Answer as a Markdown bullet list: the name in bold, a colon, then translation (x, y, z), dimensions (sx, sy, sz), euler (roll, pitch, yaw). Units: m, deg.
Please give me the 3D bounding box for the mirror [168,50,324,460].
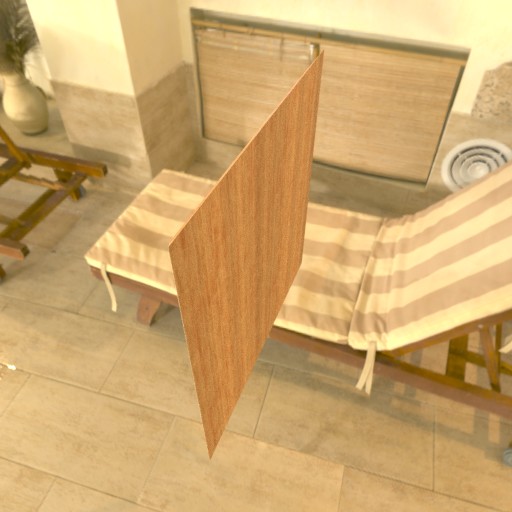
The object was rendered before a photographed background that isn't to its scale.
- **mirror**: translation (0.000, 0.000, 0.961), dimensions (0.047, 0.651, 0.651), euler (16, 47, 15)
